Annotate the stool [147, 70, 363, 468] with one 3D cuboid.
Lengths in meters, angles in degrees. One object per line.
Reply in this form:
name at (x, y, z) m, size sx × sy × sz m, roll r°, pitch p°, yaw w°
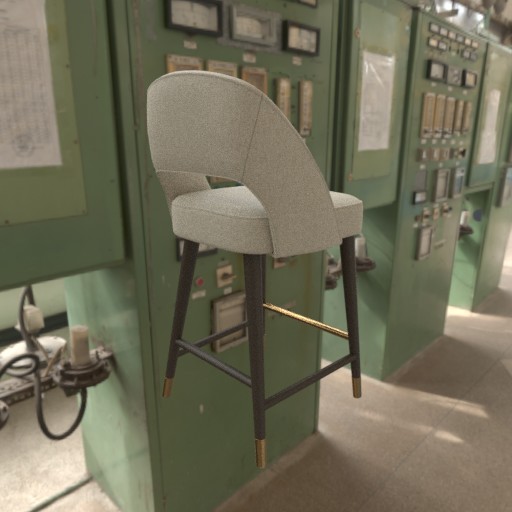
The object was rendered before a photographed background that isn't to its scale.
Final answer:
stool at (0.000, 0.000, 1.268) m, size 0.509 × 0.940 × 0.494 m, roll -15°, pitch 21°, yaw -42°
